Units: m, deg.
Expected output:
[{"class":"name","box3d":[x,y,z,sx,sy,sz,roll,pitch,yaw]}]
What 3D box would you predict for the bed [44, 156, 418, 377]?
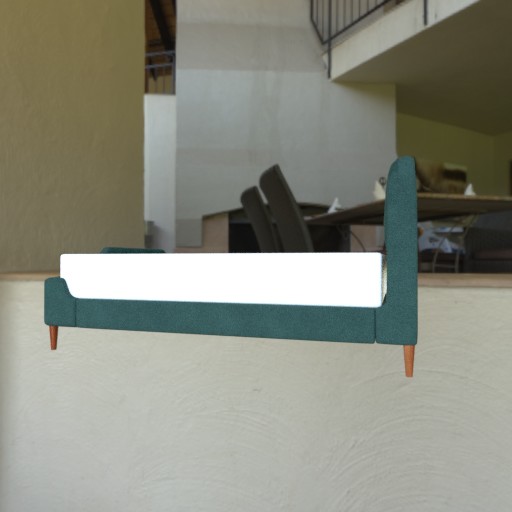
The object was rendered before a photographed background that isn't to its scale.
[{"class":"bed","box3d":[0.000,0.000,3.543,2.340,1.245,2.074,0,-1,17]}]
